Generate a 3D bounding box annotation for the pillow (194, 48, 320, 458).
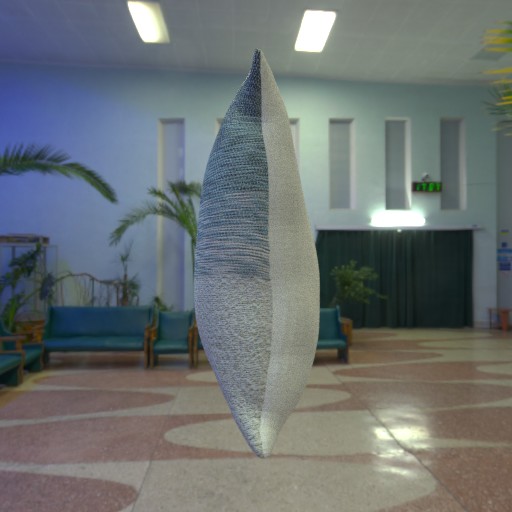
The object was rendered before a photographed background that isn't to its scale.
[{"bbox_3d":[0.000,0.000,0.674,0.182,0.441,0.440,0,-1,0],"label":"pillow"}]
